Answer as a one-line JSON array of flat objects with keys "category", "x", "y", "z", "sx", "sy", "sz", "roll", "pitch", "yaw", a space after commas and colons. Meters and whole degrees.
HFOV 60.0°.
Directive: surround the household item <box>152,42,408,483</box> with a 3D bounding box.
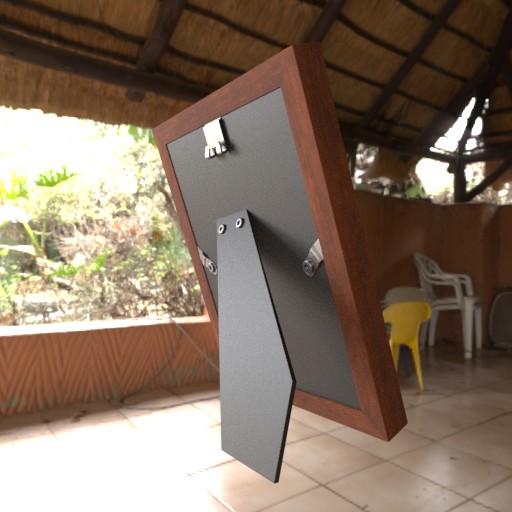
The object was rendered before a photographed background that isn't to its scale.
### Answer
[{"category": "household item", "x": 0.000, "y": 0.000, "z": 0.288, "sx": 0.096, "sy": 0.204, "sz": 0.160, "roll": 1, "pitch": -1, "yaw": -36}]
